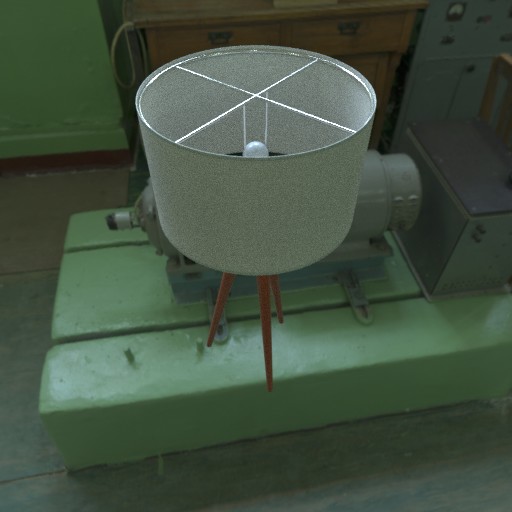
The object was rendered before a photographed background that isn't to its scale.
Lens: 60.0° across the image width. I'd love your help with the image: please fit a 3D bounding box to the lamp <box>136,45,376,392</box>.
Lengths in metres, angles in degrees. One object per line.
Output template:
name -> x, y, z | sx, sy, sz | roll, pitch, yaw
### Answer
lamp -> 0.000, 0.000, 0.918 | 0.355, 0.709, 0.354 | -8, 46, -8
